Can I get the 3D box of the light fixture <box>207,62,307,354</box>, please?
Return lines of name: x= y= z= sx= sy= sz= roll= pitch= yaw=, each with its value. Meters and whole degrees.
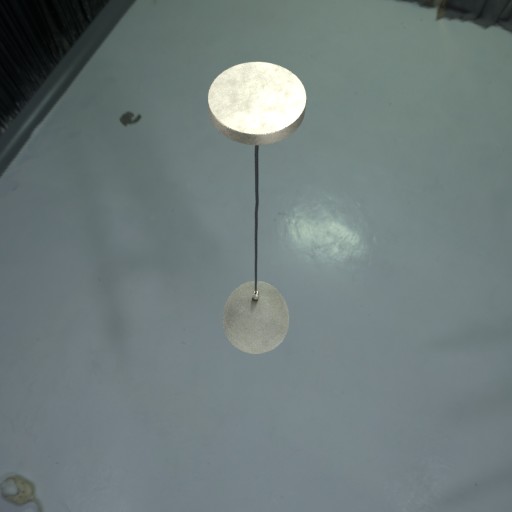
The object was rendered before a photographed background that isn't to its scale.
light fixture: x=0.000 y=0.000 z=0.809 sx=0.170 sy=0.759 sz=0.170 roll=17 pitch=65 yaw=8
